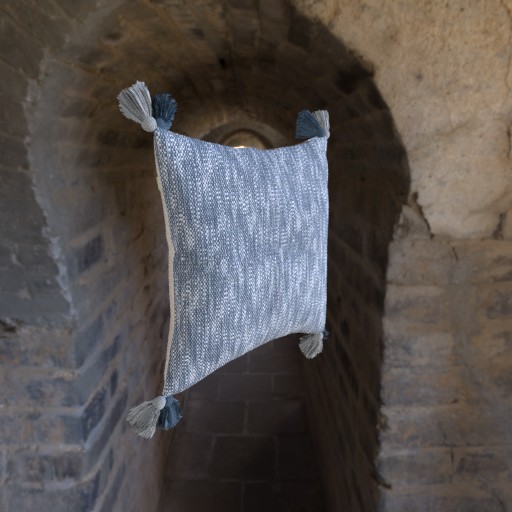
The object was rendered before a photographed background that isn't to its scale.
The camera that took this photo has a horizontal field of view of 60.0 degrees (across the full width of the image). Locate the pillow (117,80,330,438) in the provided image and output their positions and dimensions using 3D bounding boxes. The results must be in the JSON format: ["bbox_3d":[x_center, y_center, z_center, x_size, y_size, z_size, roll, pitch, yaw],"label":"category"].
[{"bbox_3d":[0.000,0.000,0.920,0.138,0.634,0.614,12,17,43],"label":"pillow"}]
